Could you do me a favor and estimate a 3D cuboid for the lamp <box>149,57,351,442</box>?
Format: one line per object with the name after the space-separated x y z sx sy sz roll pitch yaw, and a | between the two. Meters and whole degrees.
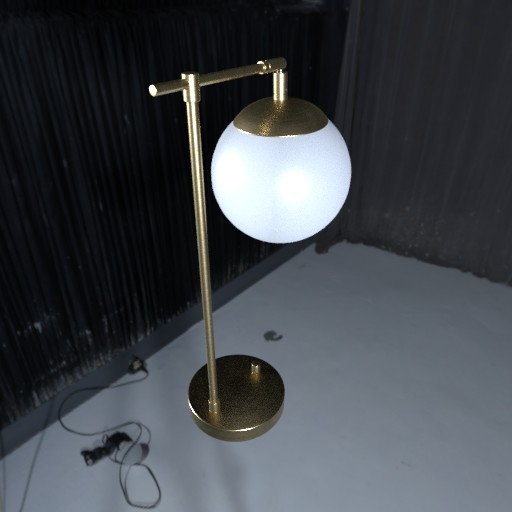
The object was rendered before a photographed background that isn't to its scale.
0.000 0.000 0.685 0.207 0.559 0.324 23 39 32 | lamp
